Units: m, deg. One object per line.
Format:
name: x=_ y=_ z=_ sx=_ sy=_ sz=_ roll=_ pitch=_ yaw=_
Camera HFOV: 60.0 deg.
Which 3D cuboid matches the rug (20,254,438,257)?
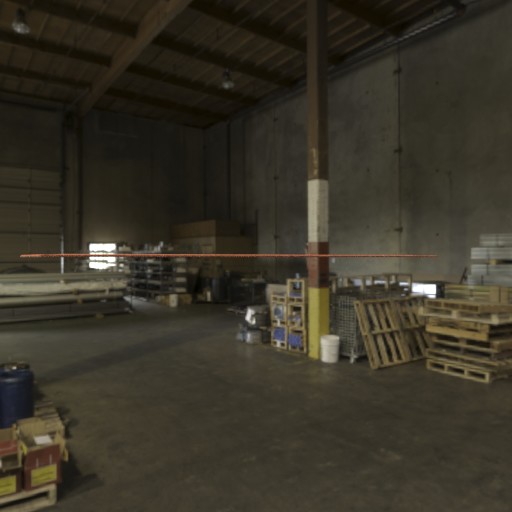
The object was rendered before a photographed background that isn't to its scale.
rug: x=0.000 y=0.000 z=2.639 sx=2.471 sy=0.013 sz=0.914 roll=0 pitch=0 yaw=-37
